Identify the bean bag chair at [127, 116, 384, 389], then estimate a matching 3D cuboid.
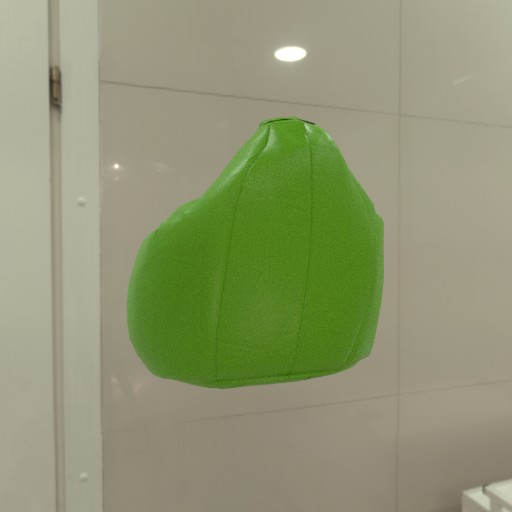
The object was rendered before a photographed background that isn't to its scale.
[{"bbox_3d":[0.000,0.000,1.909,1.070,0.990,1.070,-1,2,-19],"label":"bean bag chair"}]
